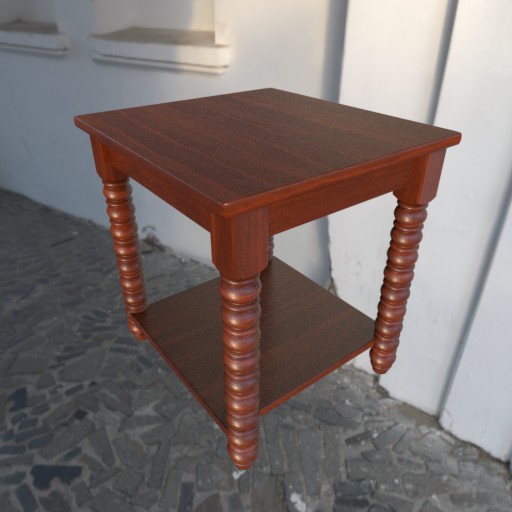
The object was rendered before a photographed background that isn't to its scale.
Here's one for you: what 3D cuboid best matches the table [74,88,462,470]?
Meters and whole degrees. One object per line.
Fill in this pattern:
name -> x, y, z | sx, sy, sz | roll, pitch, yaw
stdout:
table -> 0.000, 0.000, 0.960 | 0.500, 0.567, 0.533 | -21, 37, -31
